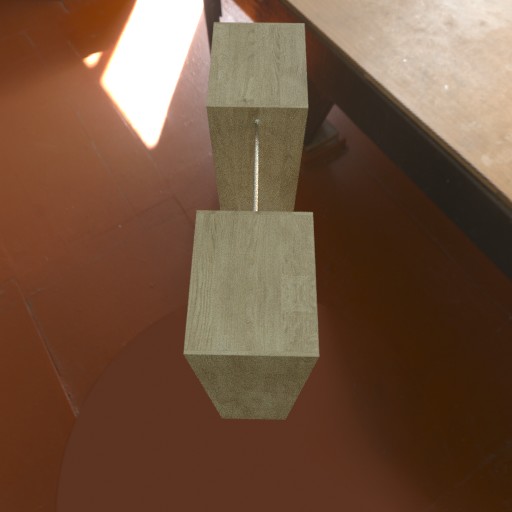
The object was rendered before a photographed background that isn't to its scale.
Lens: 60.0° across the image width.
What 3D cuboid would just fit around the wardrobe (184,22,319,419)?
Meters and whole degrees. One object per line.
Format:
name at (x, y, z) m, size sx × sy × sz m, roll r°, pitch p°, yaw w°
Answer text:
wardrobe at (0.000, 0.000, 2.854) m, size 0.480 × 2.000 × 1.770 m, roll 1°, pitch 64°, yaw 0°
